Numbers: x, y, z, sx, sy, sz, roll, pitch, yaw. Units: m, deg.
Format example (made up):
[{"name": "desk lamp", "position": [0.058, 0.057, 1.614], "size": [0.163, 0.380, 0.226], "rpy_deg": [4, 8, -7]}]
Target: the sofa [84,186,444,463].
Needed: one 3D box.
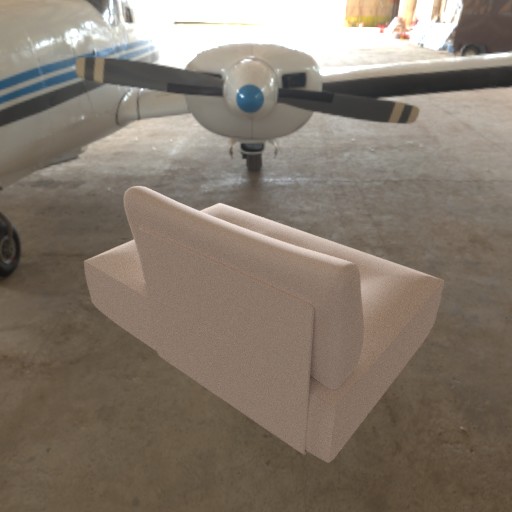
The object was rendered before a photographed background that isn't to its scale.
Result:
[{"name": "sofa", "position": [0.000, 0.000, 2.074], "size": [1.450, 0.820, 1.000], "rpy_deg": [22, 36, 34]}]
